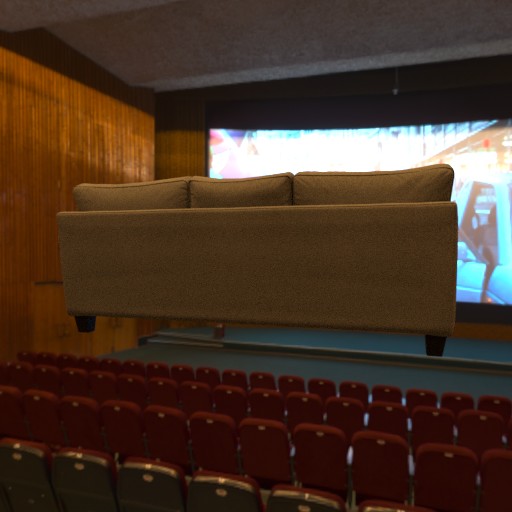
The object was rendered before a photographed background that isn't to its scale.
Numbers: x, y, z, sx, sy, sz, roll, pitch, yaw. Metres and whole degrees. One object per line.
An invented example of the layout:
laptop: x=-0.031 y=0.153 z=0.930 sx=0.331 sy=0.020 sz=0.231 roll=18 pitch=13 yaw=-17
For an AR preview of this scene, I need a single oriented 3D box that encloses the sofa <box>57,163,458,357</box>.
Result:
sofa: x=0.000 y=0.000 z=2.897 sx=2.323 sy=0.991 sz=1.016 roll=0 pitch=1 yaw=17
